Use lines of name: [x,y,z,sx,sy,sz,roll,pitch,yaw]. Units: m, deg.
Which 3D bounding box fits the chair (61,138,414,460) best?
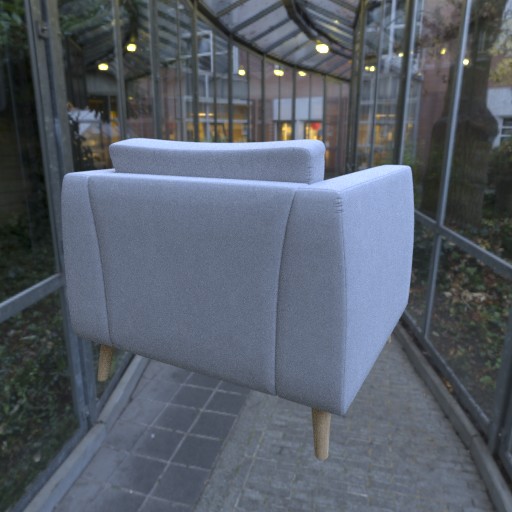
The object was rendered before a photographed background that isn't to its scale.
chair: [0.000,0.000,1.672,1.000,0.860,0.930,8,17,27]
